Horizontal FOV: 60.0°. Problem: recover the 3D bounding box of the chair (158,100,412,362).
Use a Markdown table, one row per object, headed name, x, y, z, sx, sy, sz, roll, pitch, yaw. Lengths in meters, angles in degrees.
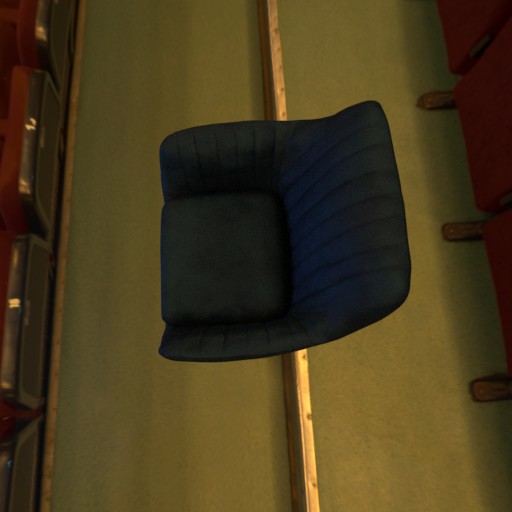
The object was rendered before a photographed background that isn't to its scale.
| name | x | y | z | sx | sy | sz | roll | pitch | yaw |
| --- | --- | --- | --- | --- | --- | --- | --- | --- | --- |
| chair | 0.000 | 0.000 | 1.235 | 0.573 | 0.826 | 0.578 | -3 | 75 | -1 |
